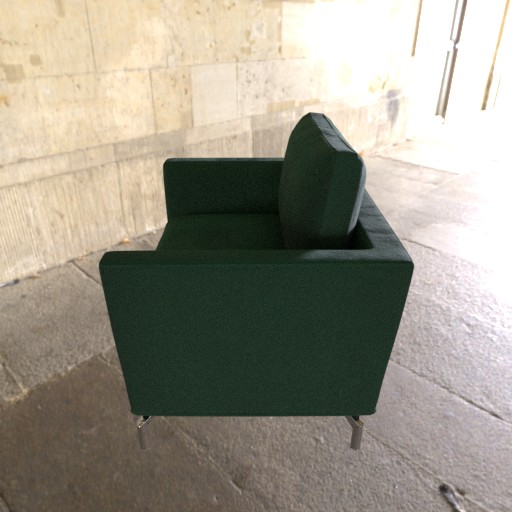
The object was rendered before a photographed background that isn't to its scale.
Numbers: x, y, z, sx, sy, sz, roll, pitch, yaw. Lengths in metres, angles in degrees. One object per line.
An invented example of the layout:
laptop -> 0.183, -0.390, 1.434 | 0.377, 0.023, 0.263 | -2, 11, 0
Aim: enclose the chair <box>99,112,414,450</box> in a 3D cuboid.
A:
chair -> 0.000, 0.000, 1.738 | 0.852, 0.997, 1.047 | 0, 28, 0
